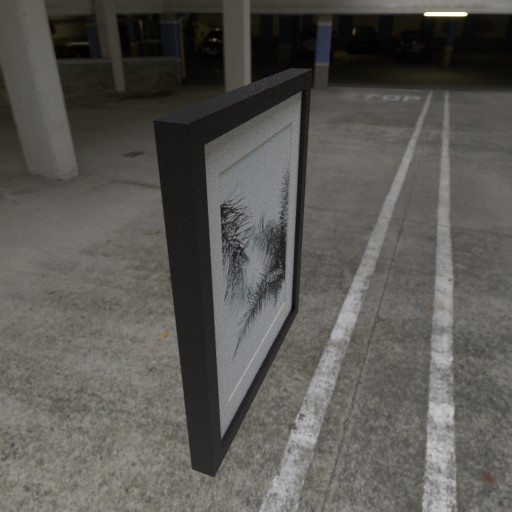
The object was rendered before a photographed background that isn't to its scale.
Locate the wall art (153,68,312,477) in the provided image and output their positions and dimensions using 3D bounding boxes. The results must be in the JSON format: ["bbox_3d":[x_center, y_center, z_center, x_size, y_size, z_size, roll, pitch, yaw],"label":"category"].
[{"bbox_3d":[0.000,0.000,0.529,0.028,0.380,0.325,11,31,18],"label":"wall art"}]
